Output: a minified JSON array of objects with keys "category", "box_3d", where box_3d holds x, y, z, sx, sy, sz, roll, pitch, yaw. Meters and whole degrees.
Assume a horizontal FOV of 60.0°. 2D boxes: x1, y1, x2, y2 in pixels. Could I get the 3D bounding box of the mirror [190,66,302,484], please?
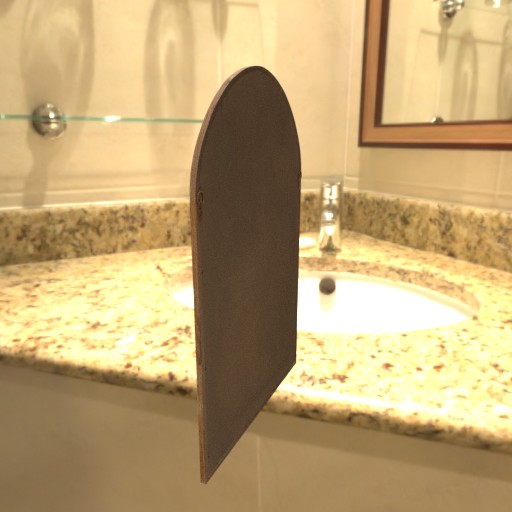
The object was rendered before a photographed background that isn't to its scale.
[{"category":"mirror","box_3d":[0.000,0.000,1.155,0.032,0.915,0.609,7,17,24]}]
